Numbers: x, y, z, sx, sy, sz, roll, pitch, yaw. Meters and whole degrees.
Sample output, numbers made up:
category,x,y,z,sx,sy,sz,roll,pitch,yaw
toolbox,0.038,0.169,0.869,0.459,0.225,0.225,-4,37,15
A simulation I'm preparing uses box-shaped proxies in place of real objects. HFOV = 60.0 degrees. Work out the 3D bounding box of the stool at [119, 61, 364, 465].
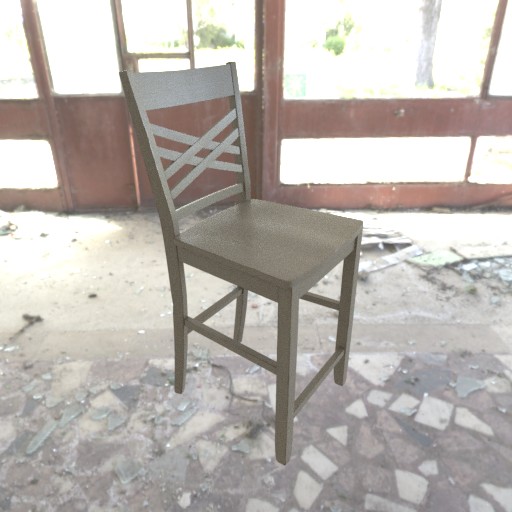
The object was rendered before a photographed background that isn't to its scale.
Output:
category,x,y,z,sx,sy,sz,roll,pitch,yaw
stool,0.000,0.000,1.382,0.539,1.079,0.462,17,32,30
